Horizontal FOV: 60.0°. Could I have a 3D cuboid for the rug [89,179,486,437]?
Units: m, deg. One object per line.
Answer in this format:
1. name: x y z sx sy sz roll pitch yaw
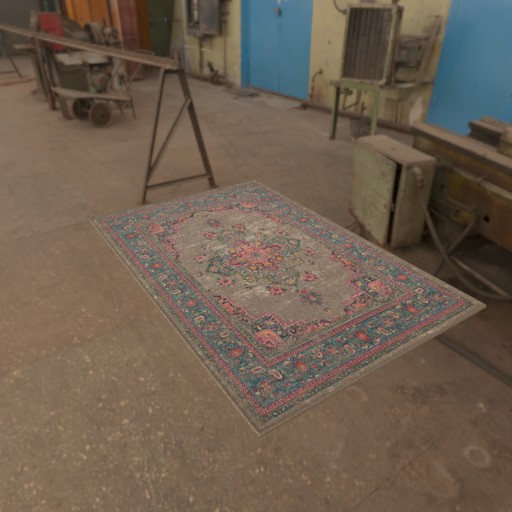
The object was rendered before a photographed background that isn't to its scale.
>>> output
1. rug: 0.000 0.000 2.189 1.144 0.014 1.748 -19 35 -29
